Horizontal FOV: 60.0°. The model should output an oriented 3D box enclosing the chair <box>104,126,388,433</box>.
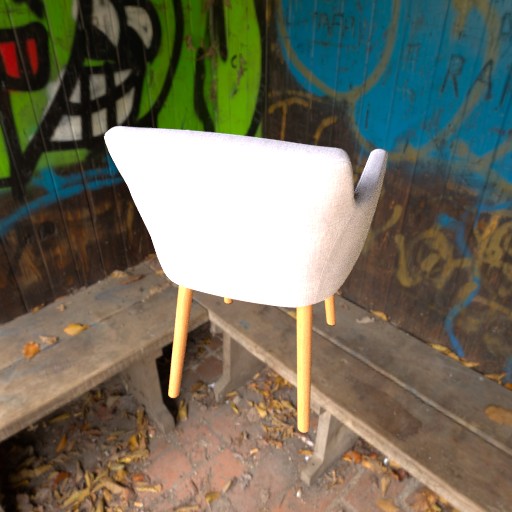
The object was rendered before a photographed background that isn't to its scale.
[{"bbox_3d":[0.000,0.000,1.155,0.570,0.780,0.540,10,34,15],"label":"chair"}]
